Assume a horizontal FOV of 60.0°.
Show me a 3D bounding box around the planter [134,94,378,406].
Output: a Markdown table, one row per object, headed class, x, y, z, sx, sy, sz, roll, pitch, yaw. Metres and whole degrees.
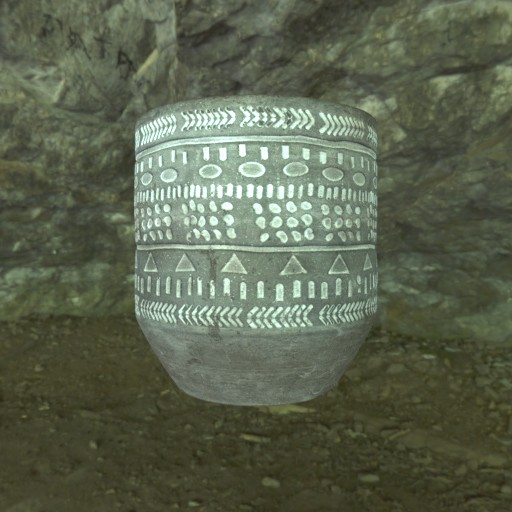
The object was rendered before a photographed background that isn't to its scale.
| class | x | y | z | sx | sy | sz | roll | pitch | yaw |
| --- | --- | --- | --- | --- | --- | --- | --- | --- | --- |
| planter | 0.000 | 0.000 | 0.269 | 0.142 | 0.149 | 0.142 | 0 | 1 | 0 |
